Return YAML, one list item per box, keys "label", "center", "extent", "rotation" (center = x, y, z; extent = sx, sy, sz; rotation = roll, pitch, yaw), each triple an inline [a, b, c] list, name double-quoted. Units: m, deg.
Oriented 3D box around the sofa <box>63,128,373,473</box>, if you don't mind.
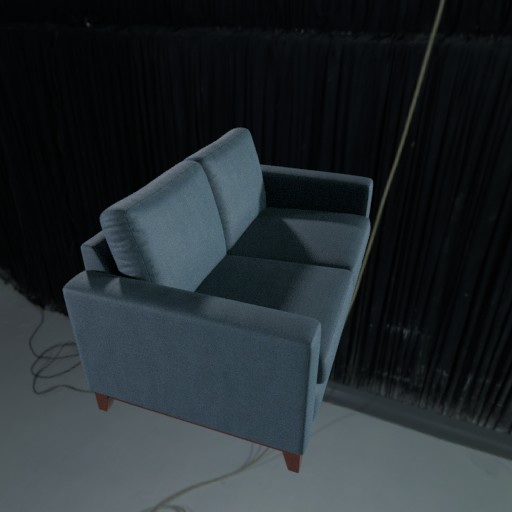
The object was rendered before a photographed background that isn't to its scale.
- label: "sofa"
  center: [0.000, 0.000, 2.125]
  extent: [0.955, 0.903, 1.489]
  rotation: [10, 32, 17]
